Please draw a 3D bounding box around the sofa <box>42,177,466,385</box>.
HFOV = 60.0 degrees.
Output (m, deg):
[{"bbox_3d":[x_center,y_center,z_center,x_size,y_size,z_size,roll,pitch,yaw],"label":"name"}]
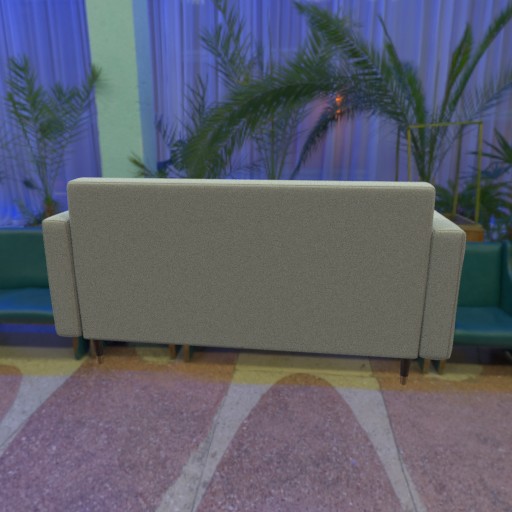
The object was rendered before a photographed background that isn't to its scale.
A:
[{"bbox_3d":[0.000,0.000,2.122,1.585,0.801,0.950,2,16,7],"label":"sofa"}]
